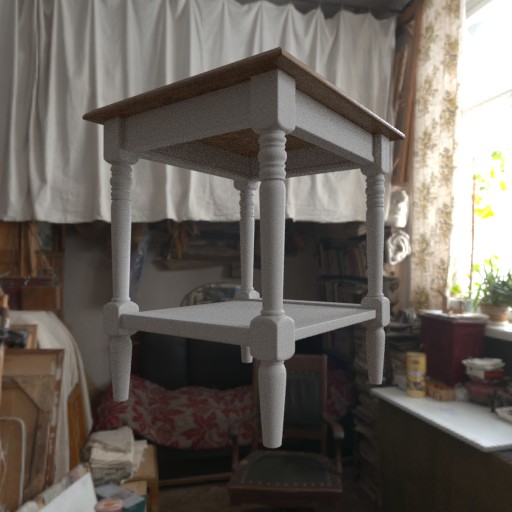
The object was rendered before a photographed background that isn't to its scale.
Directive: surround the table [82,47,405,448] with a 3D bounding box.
[{"bbox_3d":[0.000,0.000,0.921,0.457,0.561,0.508,0,-1,36],"label":"table"}]
